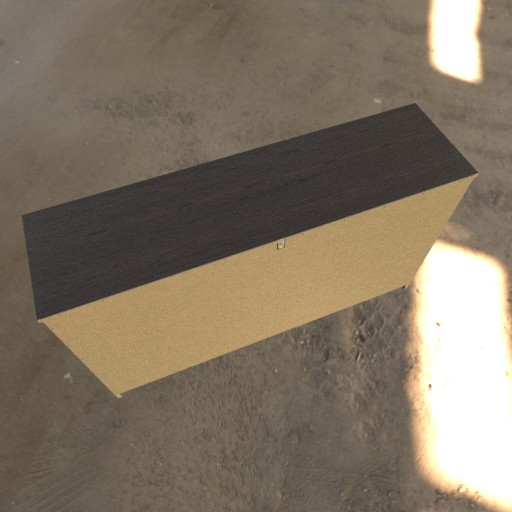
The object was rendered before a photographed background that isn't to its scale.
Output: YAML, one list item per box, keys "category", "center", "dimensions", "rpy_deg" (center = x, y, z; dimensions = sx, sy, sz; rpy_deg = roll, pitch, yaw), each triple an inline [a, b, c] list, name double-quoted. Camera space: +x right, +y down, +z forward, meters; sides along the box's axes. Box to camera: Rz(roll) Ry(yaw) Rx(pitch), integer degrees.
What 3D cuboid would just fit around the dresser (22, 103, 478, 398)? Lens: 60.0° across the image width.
- category: "dresser"
  center: [0.000, 0.000, 1.682]
  dimensions: [1.360, 0.755, 0.401]
  rpy_deg: [-19, 59, -12]
